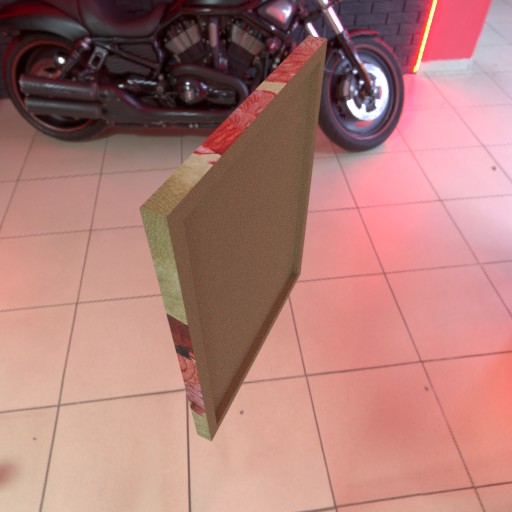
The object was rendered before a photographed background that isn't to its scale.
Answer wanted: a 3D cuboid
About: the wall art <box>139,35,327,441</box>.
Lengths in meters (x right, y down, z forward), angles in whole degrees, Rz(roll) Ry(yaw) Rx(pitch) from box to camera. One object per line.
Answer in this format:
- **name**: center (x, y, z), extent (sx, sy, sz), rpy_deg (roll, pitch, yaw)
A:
- **wall art**: center (0.000, 0.000, 0.683), extent (0.028, 0.508, 0.406), rpy_deg (19, 50, 17)
